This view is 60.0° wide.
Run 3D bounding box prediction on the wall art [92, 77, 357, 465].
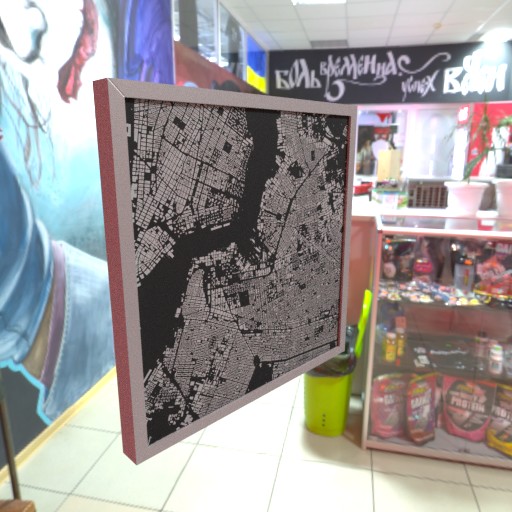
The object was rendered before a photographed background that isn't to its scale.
[{"bbox_3d":[0.000,0.000,0.742,0.506,0.506,0.038,-13,19,-43],"label":"wall art"}]
